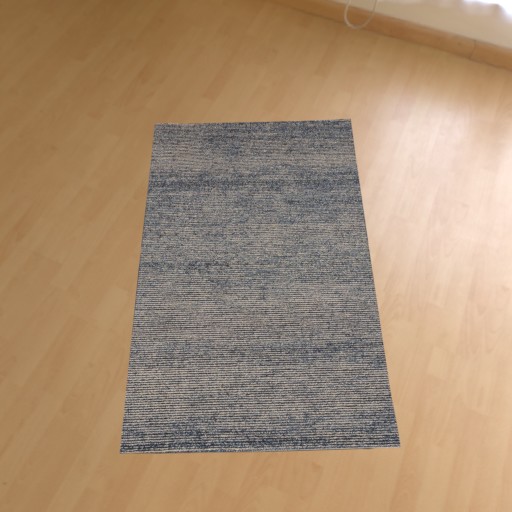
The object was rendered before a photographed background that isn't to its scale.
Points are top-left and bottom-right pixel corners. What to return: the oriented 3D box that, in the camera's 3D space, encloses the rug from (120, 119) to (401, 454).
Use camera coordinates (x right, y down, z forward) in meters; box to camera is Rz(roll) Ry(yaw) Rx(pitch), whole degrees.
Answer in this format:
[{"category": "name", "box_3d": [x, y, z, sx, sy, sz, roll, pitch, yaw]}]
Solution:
[{"category": "rug", "box_3d": [0.000, 0.000, 2.215, 1.159, 0.025, 1.793, -1, 63, 0]}]
